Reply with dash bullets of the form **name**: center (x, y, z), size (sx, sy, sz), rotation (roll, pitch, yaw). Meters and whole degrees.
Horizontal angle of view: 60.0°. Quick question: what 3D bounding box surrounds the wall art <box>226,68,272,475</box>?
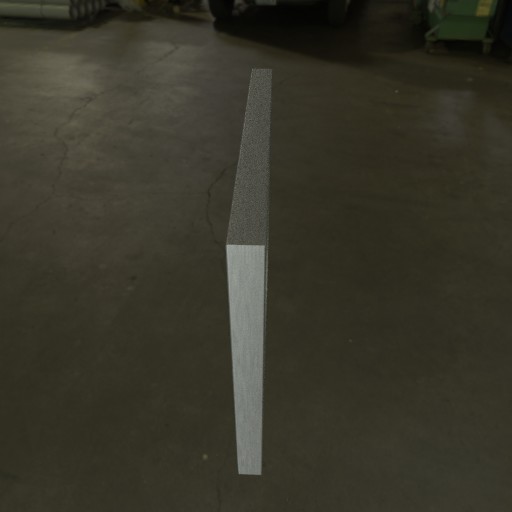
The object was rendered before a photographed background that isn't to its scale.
- **wall art**: center (0.000, 0.000, 0.545), size (0.028, 0.330, 0.380), rotation (1, 39, 2)
